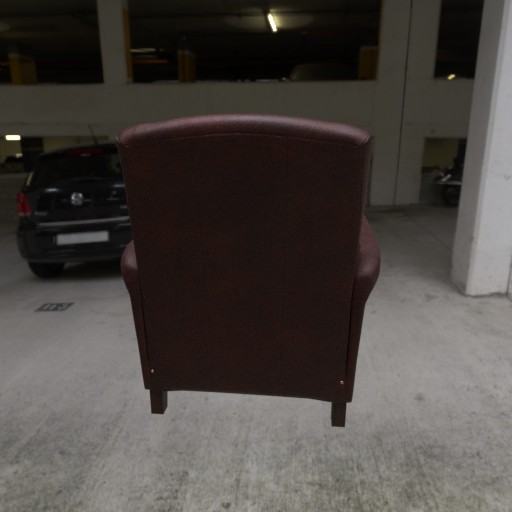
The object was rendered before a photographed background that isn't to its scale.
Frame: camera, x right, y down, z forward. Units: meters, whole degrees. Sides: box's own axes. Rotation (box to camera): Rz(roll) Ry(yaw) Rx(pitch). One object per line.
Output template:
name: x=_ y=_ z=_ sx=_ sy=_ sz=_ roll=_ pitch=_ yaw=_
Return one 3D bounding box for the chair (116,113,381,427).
chair: x=0.000 y=0.000 z=1.790 sx=0.978 sy=1.061 sz=0.902 roll=2 pitch=15 yaw=6
